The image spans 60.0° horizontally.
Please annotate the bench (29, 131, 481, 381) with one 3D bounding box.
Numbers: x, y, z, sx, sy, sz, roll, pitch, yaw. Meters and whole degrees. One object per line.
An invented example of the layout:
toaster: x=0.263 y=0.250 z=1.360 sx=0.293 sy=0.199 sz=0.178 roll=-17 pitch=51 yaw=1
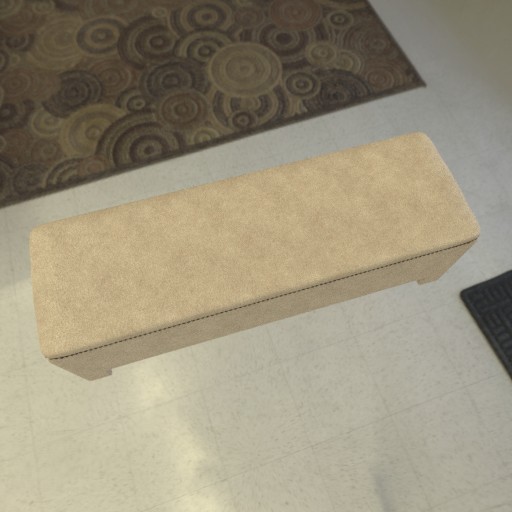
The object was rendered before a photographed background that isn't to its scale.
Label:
bench: x=0.000 y=0.000 z=1.669 sx=1.482 sy=0.447 sz=0.470 roll=-15 pitch=66 yaw=-7
